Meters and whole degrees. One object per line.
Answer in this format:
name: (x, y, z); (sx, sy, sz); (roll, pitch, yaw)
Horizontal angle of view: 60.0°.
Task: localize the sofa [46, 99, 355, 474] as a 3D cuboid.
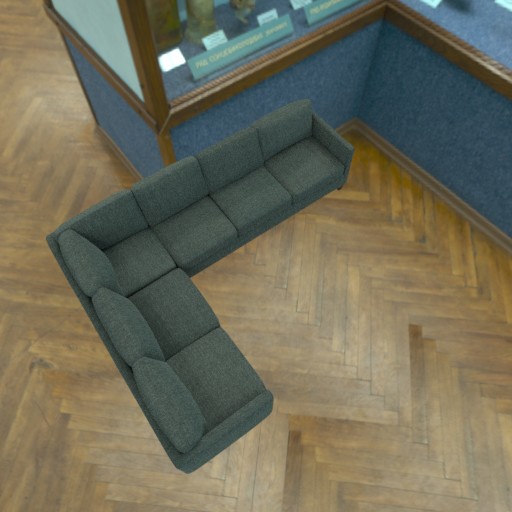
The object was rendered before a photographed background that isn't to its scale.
sofa: (0.000, 0.000, 4.497); (3.302, 0.947, 2.593); (-32, 65, -17)
